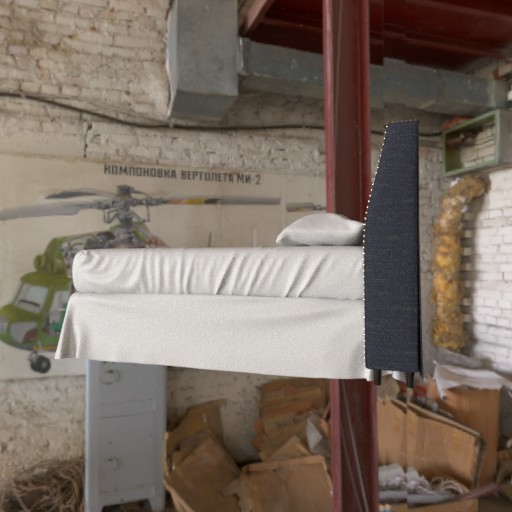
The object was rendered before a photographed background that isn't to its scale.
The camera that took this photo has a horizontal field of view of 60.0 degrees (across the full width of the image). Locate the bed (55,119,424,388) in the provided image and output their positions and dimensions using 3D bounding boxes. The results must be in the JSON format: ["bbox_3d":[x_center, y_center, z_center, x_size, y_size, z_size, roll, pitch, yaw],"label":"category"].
[{"bbox_3d":[0.000,0.000,3.371,2.276,1.332,1.925,0,-1,17],"label":"bed"}]
